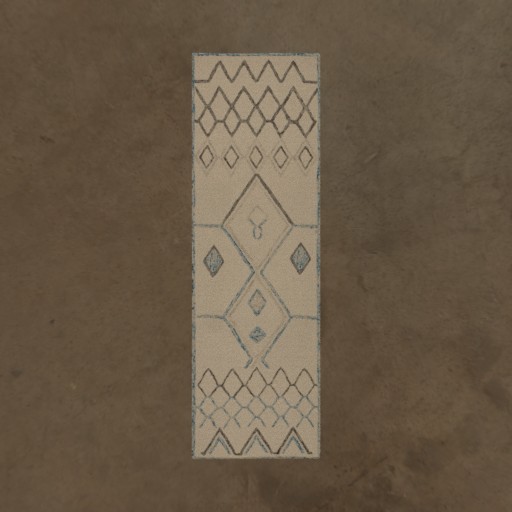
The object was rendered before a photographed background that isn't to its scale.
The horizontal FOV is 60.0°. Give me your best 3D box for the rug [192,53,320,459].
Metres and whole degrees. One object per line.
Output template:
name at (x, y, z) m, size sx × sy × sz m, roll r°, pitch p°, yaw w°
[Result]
rug at (0.000, 0.000, 2.664) m, size 0.770 × 0.013 × 2.434 m, roll 0°, pitch 90°, yaw 0°
